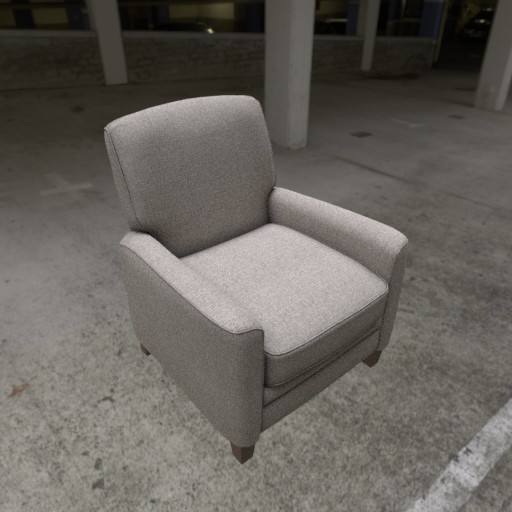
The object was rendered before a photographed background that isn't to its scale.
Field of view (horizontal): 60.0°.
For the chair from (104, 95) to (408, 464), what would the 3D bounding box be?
[{"bbox_3d":[0.000,0.000,1.676,0.848,1.014,0.864,-24,39,-33],"label":"chair"}]
